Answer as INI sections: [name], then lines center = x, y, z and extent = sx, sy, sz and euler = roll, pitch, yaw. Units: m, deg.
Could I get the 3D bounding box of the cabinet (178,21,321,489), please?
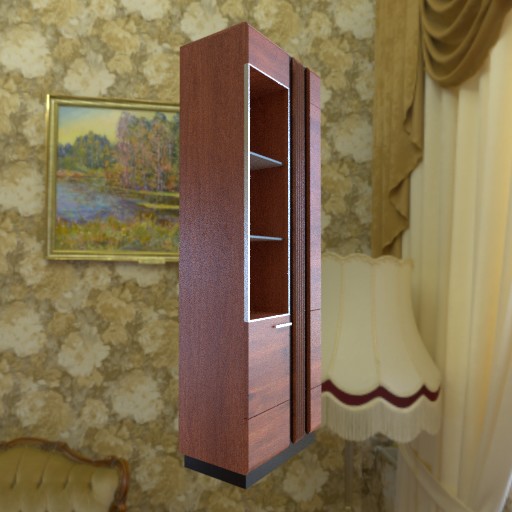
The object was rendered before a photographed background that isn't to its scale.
[cabinet]
center = 0.000, 0.000, 2.234
extent = 0.420, 1.980, 0.660
euler = -1, -1, 35
